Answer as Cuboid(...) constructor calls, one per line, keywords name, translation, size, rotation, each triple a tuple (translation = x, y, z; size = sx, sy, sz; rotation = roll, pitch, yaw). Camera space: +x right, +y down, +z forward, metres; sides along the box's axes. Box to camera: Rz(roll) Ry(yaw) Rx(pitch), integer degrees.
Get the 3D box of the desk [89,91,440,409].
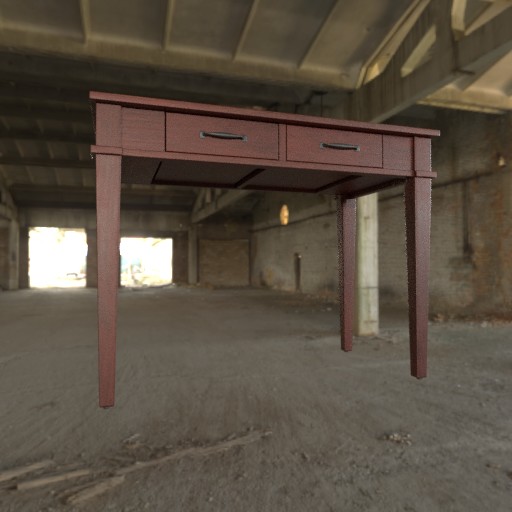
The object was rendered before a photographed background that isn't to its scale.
Cuboid(name="desk", translation=(0.000, 0.000, 1.450), size=(1.001, 0.762, 0.549), rotation=(0, -1, -18))
